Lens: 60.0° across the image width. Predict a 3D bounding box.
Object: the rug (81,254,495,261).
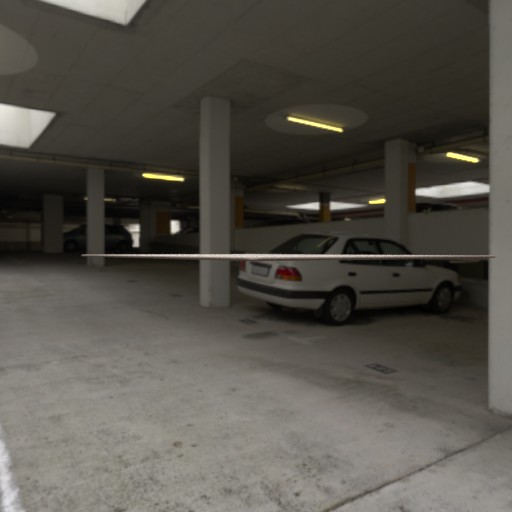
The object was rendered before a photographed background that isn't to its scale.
[{"bbox_3d":[0.000,0.000,2.681,1.517,0.013,2.115,0,1,-35],"label":"rug"}]
